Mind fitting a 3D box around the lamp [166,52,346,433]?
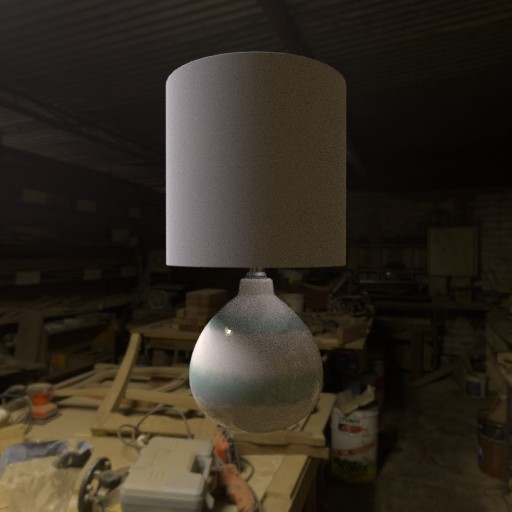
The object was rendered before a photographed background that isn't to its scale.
[{"bbox_3d":[0.000,0.000,0.545,0.217,0.404,0.217,0,1,19],"label":"lamp"}]
